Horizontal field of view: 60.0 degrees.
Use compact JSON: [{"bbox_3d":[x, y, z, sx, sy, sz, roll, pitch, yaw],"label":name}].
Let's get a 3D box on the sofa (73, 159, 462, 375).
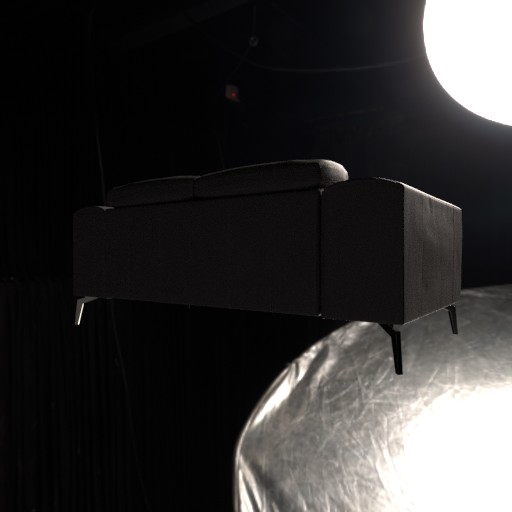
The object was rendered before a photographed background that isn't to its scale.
[{"bbox_3d":[0.000,0.000,2.380,1.895,0.779,1.003,0,0,35],"label":"sofa"}]
